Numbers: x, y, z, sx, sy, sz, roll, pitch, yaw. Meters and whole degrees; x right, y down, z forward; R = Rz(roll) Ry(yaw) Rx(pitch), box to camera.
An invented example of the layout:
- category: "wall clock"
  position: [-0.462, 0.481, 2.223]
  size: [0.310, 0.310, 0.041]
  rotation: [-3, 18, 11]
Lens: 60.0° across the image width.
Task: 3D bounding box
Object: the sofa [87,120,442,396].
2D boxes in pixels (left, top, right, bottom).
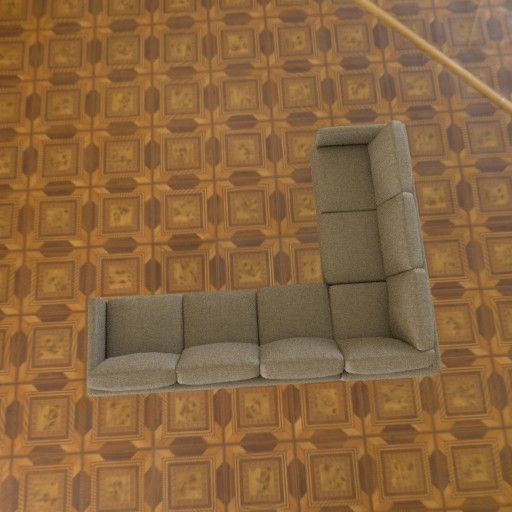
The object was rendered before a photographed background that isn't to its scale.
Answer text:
- category: "sofa"
  position: [0.000, 0.000, 4.562]
  size: [3.302, 0.947, 2.593]
  rotation: [-4, 77, -1]
